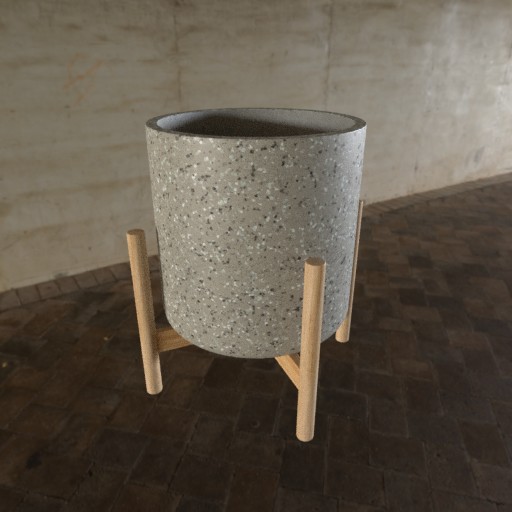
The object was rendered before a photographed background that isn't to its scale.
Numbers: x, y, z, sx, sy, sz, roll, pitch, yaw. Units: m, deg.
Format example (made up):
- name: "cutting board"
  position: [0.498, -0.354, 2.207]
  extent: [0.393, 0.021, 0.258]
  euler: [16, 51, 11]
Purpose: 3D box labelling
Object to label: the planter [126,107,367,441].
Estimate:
- name: "planter"
  position: [0.000, 0.000, 0.708]
  extent: [0.360, 0.419, 0.360]
  euler: [0, 25, 0]
